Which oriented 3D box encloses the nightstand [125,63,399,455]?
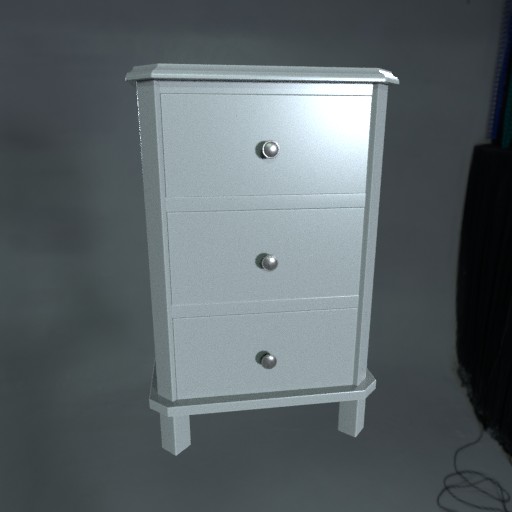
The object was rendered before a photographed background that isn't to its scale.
[{"bbox_3d":[0.000,0.000,0.909,0.435,0.680,0.348,-2,16,-8],"label":"nightstand"}]
